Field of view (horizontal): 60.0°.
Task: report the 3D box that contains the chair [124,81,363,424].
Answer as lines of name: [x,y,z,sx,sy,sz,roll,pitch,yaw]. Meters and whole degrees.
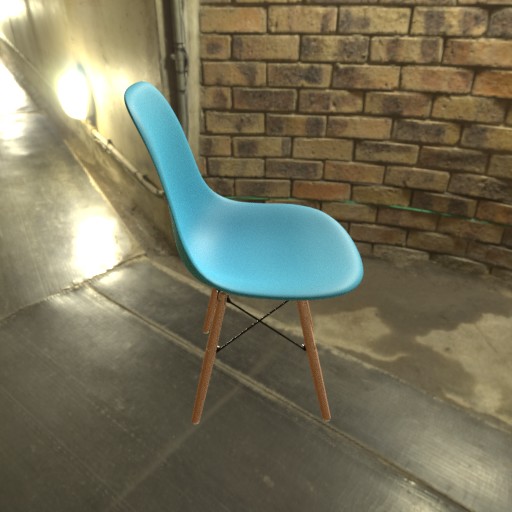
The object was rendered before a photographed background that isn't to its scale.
chair: [0.000,0.000,1.139,0.531,0.826,0.470,0,31,-1]
